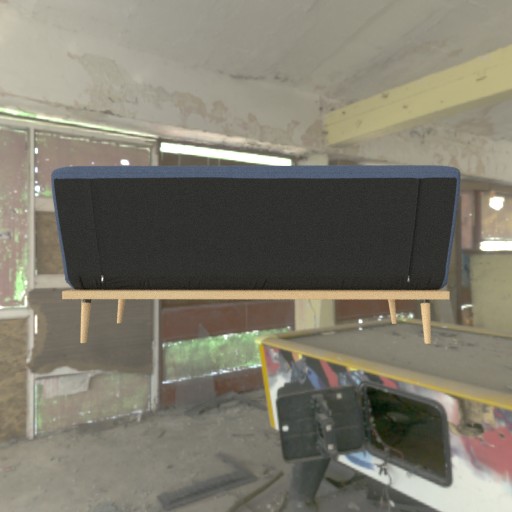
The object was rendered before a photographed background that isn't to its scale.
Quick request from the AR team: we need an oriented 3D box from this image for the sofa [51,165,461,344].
[{"bbox_3d":[0.000,0.000,2.287,1.800,0.800,0.796,0,0,1],"label":"sofa"}]
